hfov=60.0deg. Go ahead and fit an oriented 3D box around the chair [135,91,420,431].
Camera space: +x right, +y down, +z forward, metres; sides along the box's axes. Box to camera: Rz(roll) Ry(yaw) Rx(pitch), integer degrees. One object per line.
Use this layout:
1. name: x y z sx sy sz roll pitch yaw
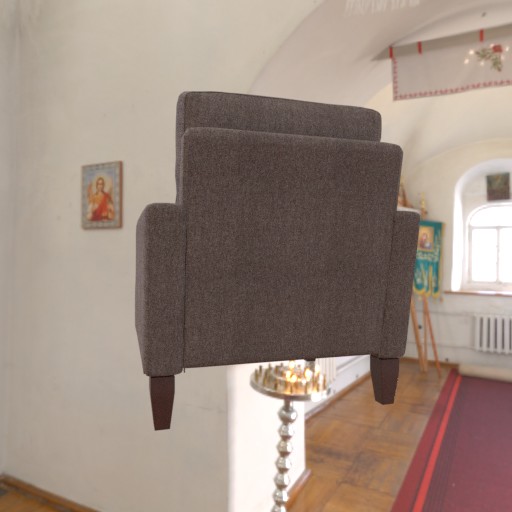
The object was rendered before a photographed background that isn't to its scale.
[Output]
1. chair: 0.000 0.000 1.662 0.855 0.993 0.897 0 0 -17
